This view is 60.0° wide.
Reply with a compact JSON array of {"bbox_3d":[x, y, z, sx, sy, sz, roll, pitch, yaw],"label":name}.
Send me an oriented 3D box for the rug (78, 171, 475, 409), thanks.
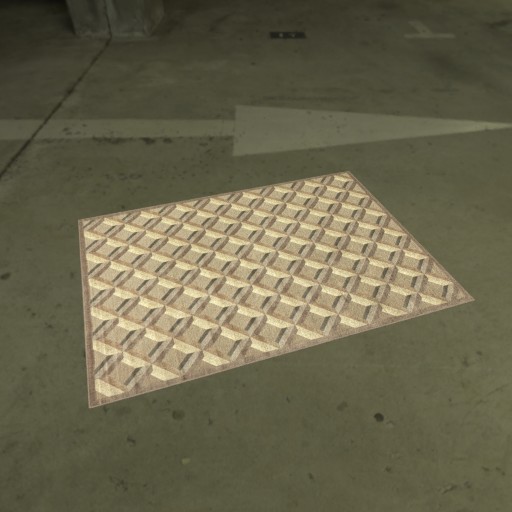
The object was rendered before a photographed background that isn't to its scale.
[{"bbox_3d":[0.000,0.000,4.378,3.294,0.018,2.382,-12,42,-14],"label":"rug"}]
